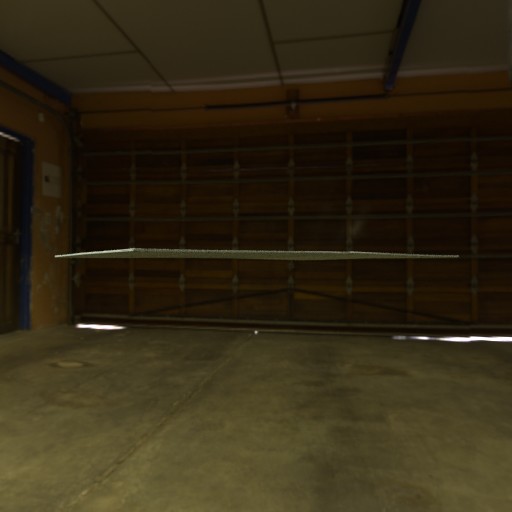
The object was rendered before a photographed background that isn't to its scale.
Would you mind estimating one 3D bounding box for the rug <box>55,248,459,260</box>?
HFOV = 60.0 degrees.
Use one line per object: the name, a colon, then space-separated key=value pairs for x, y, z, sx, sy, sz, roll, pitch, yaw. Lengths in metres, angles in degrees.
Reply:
rug: x=0.000 y=0.000 z=3.075 sx=2.306 sy=0.030 sz=1.613 roll=1 pitch=-1 yaw=-35
